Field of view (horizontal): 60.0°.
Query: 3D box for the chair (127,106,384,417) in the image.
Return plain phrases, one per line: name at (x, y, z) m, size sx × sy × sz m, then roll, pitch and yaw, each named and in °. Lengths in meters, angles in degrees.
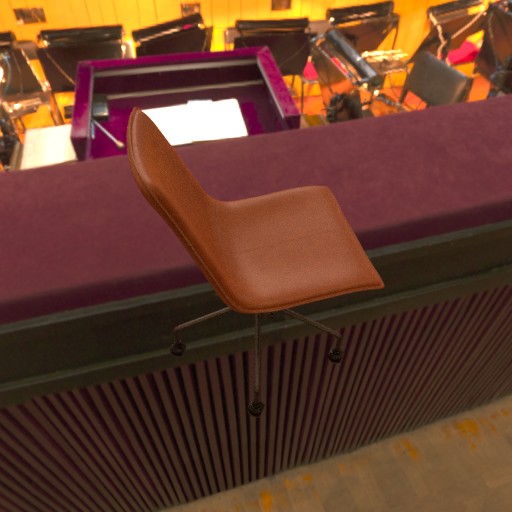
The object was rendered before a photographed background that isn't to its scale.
chair at (0.000, 0.000, 1.385) m, size 0.660 × 0.920 × 0.651 m, roll -11°, pitch 49°, yaw -9°
